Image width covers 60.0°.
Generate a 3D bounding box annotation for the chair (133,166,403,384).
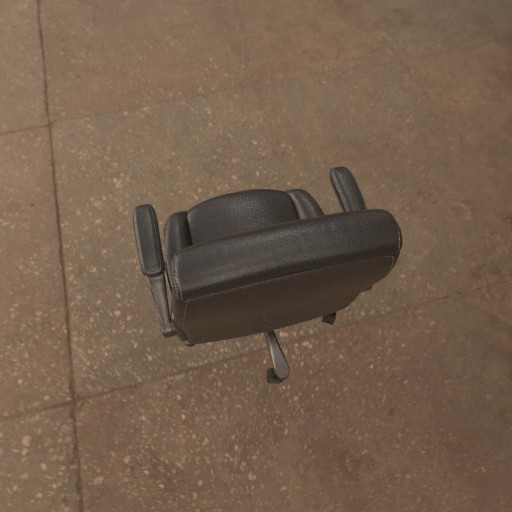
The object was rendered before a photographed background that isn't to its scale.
[{"bbox_3d":[0.000,0.000,1.606,0.782,1.110,0.724,-12,59,-7],"label":"chair"}]
